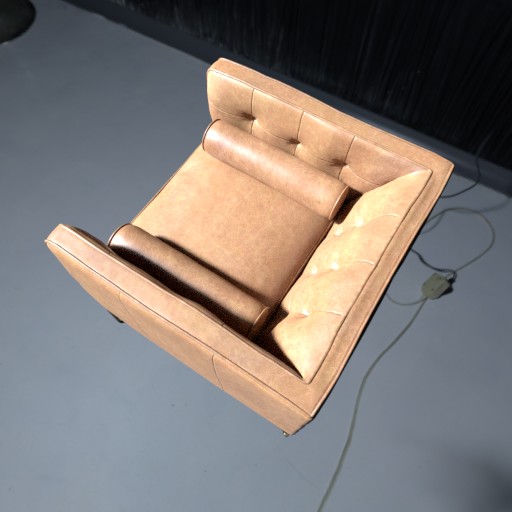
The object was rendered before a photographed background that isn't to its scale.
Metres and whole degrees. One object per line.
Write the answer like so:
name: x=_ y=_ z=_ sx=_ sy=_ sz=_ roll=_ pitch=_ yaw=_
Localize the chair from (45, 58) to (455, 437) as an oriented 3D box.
chair: x=0.000 y=0.000 z=1.658 sx=0.912 sy=0.797 sz=0.920 roll=30 pitch=68 yaw=13
